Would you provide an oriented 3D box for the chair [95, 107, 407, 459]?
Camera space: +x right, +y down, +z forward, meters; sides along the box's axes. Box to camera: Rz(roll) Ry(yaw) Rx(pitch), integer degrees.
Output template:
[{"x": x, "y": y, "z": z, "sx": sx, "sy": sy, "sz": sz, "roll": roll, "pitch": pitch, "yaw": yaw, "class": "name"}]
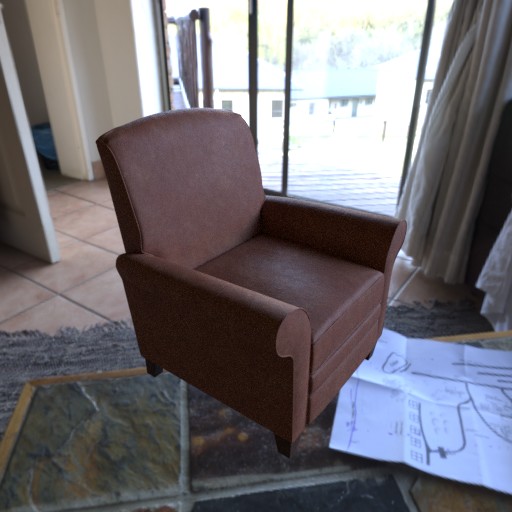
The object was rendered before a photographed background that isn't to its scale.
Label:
[{"x": 0.000, "y": 0.000, "z": 1.787, "sx": 0.902, "sy": 1.061, "sz": 0.978, "roll": 18, "pitch": 32, "yaw": 33, "class": "chair"}]
